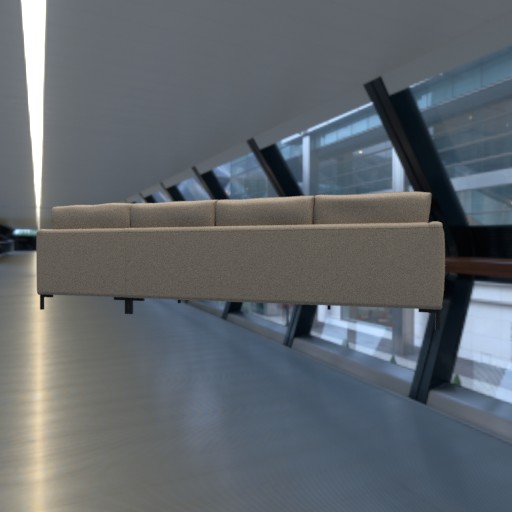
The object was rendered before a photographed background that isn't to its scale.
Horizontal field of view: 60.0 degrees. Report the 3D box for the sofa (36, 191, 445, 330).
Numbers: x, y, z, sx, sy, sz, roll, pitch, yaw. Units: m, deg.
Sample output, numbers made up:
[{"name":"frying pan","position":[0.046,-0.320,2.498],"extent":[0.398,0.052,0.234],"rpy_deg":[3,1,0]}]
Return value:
[{"name":"sofa","position":[0.000,0.000,3.616],"extent":[2.737,0.756,1.879],"rpy_deg":[0,1,18]}]
